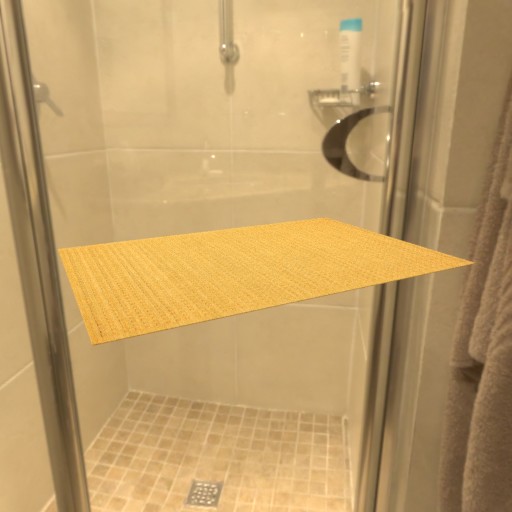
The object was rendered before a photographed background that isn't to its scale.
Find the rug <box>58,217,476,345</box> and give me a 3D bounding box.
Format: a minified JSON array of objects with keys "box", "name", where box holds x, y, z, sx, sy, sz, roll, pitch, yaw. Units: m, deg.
[{"box":[0.000,0.000,3.709,2.895,0.006,1.981,-9,19,-26],"name":"rug"}]
